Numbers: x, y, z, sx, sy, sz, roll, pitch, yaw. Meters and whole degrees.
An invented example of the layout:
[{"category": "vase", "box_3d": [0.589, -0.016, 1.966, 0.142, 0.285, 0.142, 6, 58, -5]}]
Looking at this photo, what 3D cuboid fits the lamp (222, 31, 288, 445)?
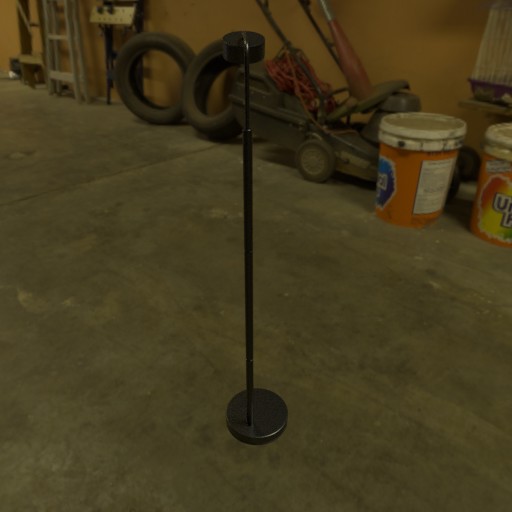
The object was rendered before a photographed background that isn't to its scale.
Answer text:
[{"category": "lamp", "box_3d": [0.000, 0.000, 1.371, 0.219, 1.230, 0.418, -1, 29, -2]}]
